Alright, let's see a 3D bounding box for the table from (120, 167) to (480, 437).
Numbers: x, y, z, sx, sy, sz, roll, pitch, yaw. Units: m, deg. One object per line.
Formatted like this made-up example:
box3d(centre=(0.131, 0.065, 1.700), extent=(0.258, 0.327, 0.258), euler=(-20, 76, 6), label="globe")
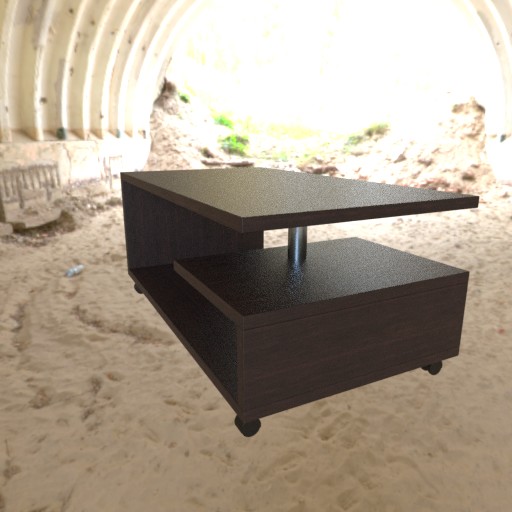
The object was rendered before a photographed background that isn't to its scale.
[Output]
box3d(centre=(0.000, 0.000, 1.374), extent=(0.590, 0.460, 1.050), euler=(-8, 17, -26), label="table")
